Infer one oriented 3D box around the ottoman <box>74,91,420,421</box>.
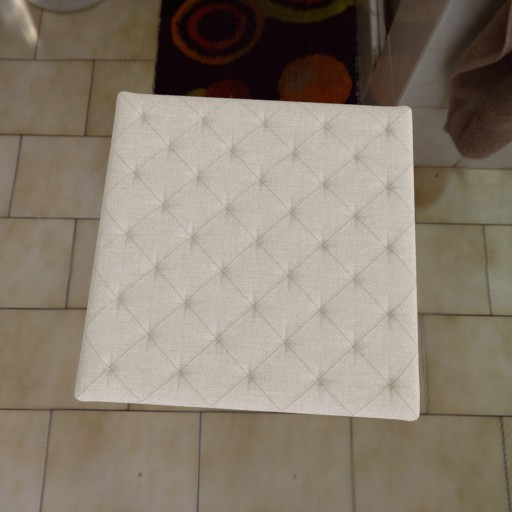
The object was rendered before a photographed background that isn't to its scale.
[{"bbox_3d":[0.000,0.000,1.604,1.028,0.439,1.028,3,77,1],"label":"ottoman"}]
